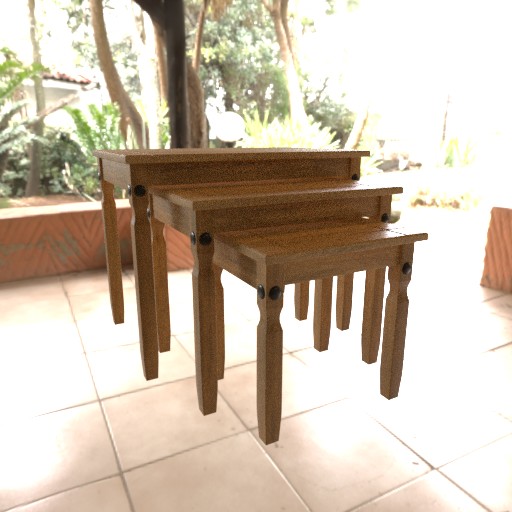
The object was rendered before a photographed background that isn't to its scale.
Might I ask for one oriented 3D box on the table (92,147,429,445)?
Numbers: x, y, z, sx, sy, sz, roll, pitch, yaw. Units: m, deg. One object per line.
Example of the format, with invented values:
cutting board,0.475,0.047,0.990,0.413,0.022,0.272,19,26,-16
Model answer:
table,0.000,0.000,1.170,0.660,0.535,0.773,-8,17,-27
